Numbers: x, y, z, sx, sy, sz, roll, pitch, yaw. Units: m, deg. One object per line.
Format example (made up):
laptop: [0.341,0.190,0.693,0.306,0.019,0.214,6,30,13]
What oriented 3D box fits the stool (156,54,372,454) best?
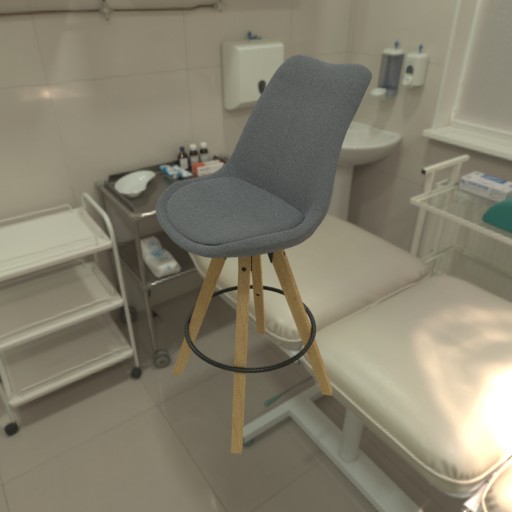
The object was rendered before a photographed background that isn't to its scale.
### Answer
stool: [0.000,0.000,1.408,0.550,1.115,0.485,-21,37,-30]
